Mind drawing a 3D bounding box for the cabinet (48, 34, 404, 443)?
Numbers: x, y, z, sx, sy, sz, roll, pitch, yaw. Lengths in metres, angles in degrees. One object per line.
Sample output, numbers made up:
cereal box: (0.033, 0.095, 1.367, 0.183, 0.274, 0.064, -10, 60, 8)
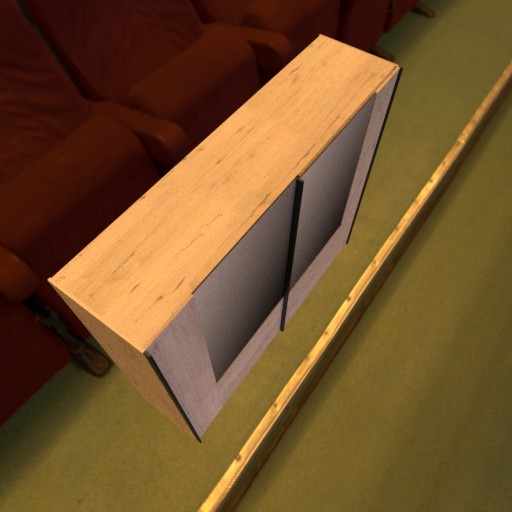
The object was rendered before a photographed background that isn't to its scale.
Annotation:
cabinet: (0.000, 0.000, 3.480, 0.660, 2.180, 2.500, 31, 63, 18)
